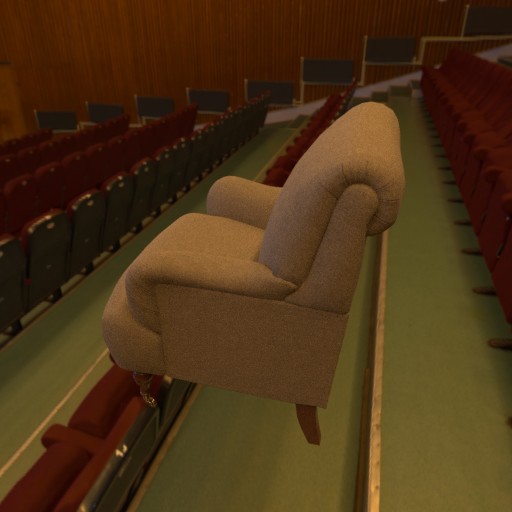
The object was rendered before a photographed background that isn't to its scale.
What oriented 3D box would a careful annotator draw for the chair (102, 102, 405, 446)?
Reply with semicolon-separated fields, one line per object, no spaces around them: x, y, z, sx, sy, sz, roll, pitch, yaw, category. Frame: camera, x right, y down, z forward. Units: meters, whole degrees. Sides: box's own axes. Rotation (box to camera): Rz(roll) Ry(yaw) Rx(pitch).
0.000;0.000;1.514;0.843;0.942;0.766;7;30;13;chair
